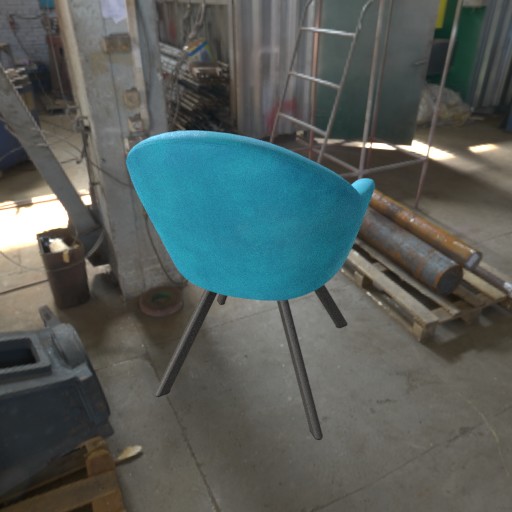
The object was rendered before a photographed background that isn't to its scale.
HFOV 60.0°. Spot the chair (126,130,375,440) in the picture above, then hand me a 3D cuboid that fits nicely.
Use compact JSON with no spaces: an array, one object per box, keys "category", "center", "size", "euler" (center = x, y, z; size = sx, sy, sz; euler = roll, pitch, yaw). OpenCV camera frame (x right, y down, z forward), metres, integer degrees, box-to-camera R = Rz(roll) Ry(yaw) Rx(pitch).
[{"category":"chair","center":[0.000,0.000,1.178],"size":[0.550,0.795,0.590],"euler":[9,32,15]}]
